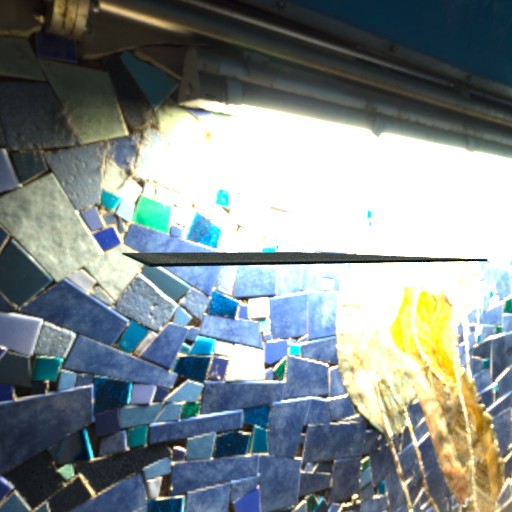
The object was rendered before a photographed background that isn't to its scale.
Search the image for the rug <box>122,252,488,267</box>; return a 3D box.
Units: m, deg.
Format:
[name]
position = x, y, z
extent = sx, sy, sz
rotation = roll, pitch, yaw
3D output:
[rug]
position = 0.000, 0.000, 2.916
extent = 1.594, 0.013, 2.213
rotation = -1, 2, -19
